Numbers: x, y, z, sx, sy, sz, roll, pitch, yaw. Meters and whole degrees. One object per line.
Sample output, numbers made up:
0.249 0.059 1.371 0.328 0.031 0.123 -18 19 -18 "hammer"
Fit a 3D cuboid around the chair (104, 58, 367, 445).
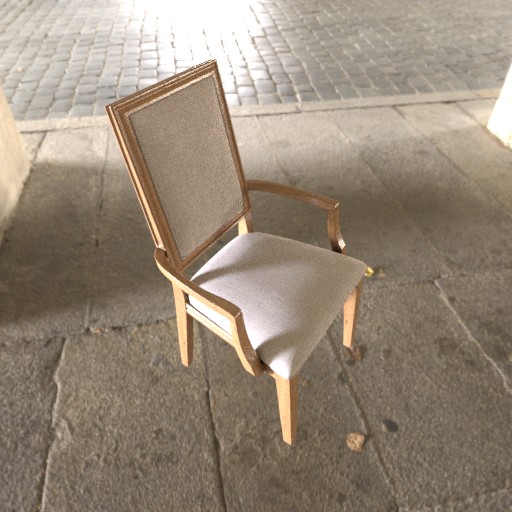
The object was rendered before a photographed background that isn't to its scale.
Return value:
0.000 0.000 1.397 0.602 0.990 0.606 23 47 24 "chair"
